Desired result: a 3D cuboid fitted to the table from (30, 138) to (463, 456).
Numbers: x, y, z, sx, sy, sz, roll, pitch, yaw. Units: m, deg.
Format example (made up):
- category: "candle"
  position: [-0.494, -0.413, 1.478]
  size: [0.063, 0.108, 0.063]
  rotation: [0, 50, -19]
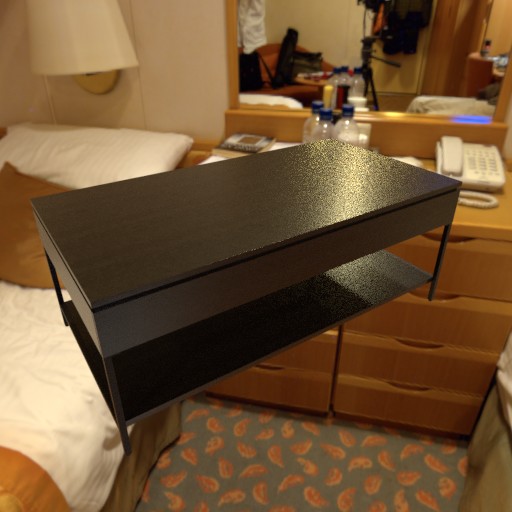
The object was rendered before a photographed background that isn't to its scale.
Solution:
- category: "table"
  position: [0.000, 0.000, 1.369]
  size: [1.095, 0.435, 0.574]
  rotation: [-18, 35, -29]
